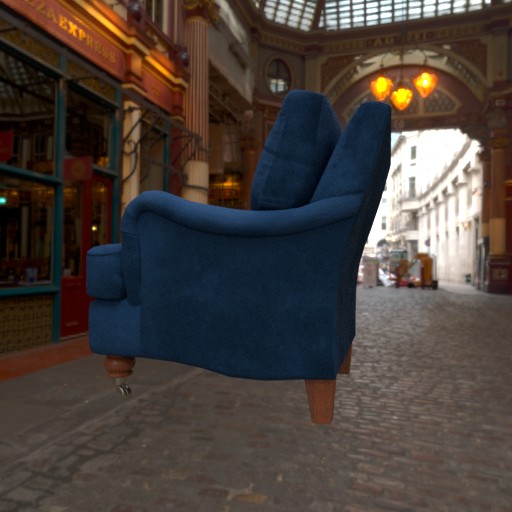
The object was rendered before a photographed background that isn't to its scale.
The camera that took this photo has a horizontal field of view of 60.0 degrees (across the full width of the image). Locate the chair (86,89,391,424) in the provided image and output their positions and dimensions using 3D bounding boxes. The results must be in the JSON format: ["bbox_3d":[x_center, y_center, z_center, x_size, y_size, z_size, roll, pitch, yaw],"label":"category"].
[{"bbox_3d":[0.000,0.000,1.844,1.078,1.076,0.895,0,0,17],"label":"chair"}]
